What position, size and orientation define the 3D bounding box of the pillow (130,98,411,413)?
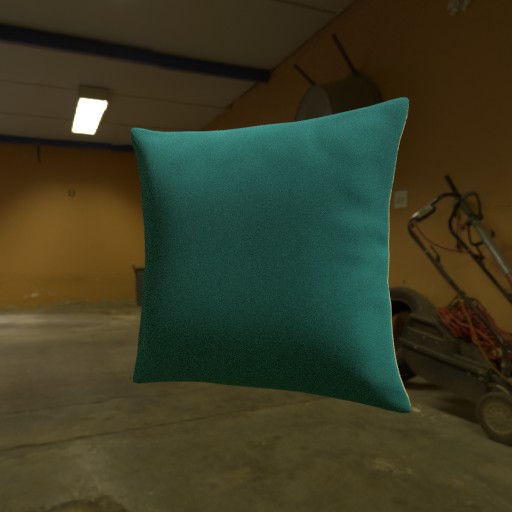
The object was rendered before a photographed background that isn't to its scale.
[{"bbox_3d":[0.000,0.000,0.798,0.525,0.508,0.166,0,-1,19],"label":"pillow"}]
